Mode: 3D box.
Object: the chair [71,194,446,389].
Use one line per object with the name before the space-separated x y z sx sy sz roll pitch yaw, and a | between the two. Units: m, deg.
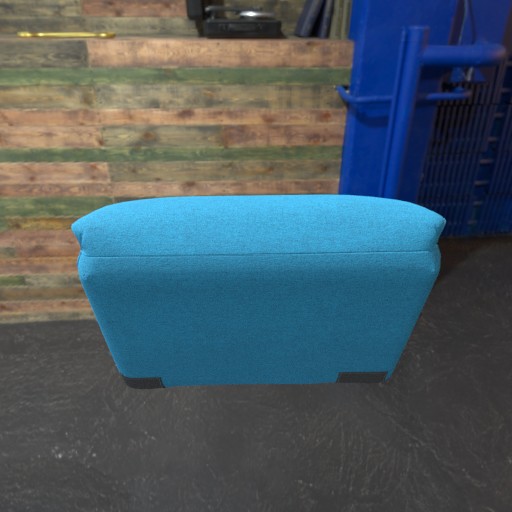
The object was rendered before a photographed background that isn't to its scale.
chair | 0.000 0.000 1.347 0.820 0.580 0.780 -1 30 -2
